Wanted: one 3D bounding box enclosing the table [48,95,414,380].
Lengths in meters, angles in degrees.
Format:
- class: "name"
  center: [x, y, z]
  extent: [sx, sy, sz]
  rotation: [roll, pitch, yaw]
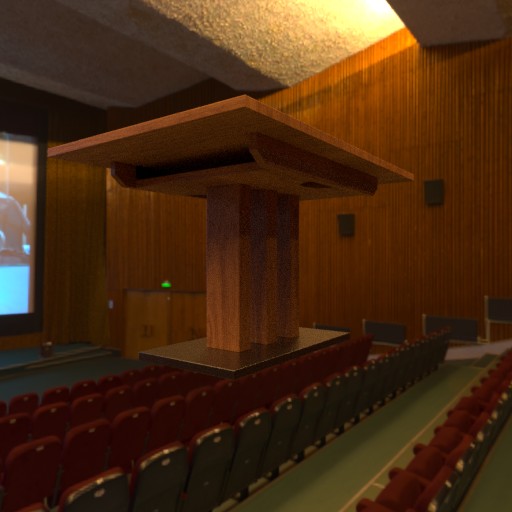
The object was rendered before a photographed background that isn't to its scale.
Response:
- class: "table"
  center: [0.000, 0.000, 1.846]
  extent: [0.900, 0.770, 1.300]
  rotation: [0, 0, 37]
